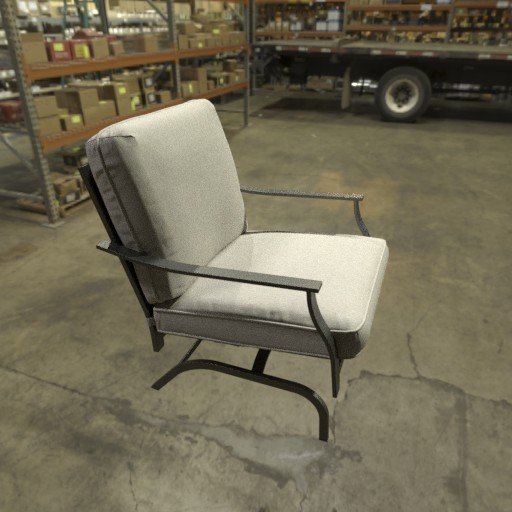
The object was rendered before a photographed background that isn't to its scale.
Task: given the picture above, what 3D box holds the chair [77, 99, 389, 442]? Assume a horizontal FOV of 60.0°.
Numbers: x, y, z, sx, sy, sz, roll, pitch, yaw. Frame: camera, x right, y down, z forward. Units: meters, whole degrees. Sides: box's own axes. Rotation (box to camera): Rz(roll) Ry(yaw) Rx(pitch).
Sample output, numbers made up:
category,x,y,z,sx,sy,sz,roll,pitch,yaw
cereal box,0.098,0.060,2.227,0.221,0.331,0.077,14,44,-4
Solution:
category,x,y,z,sx,sy,sz,roll,pitch,yaw
chair,0.000,0.000,1.415,0.787,0.860,0.650,10,30,18
